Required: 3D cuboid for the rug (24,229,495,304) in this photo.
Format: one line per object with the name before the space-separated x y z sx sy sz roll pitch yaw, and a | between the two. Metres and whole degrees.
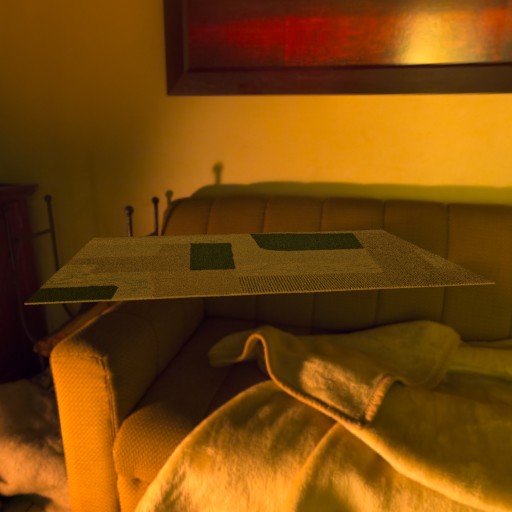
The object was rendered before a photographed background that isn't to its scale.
rug | 0.000 0.000 2.994 2.436 0.015 1.521 -2 14 -7
